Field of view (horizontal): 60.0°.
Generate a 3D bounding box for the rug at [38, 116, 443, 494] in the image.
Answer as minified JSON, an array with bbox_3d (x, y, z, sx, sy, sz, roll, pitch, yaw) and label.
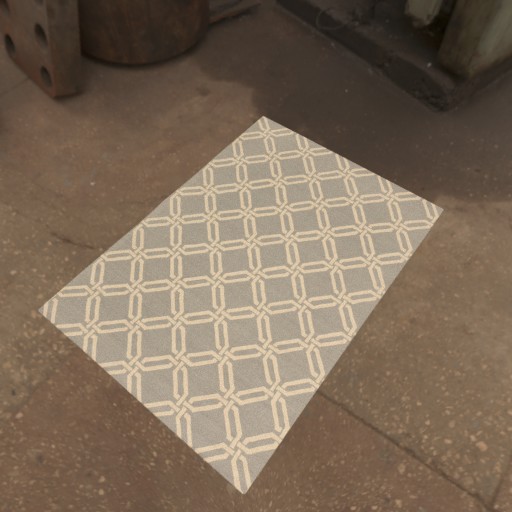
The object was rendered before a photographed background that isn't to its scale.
[{"bbox_3d":[0.000,0.000,2.744,1.522,0.013,2.133,33,63,20],"label":"rug"}]
